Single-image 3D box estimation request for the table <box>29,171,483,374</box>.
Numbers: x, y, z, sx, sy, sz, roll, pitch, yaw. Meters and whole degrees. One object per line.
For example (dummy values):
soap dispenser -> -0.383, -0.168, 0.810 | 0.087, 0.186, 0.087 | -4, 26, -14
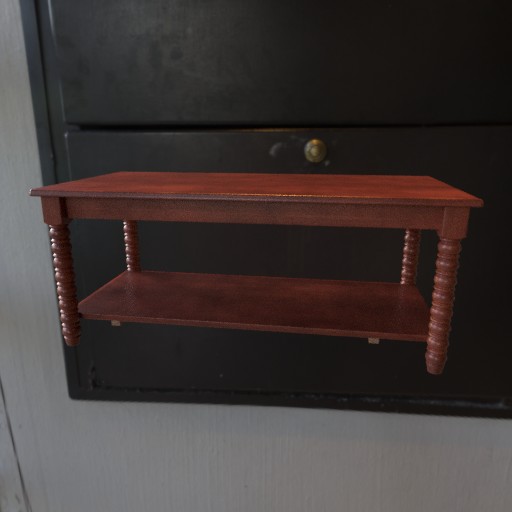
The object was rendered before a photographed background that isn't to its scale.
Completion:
table -> 0.000, 0.000, 1.458 | 1.171, 0.485, 0.580 | 2, 16, 9
